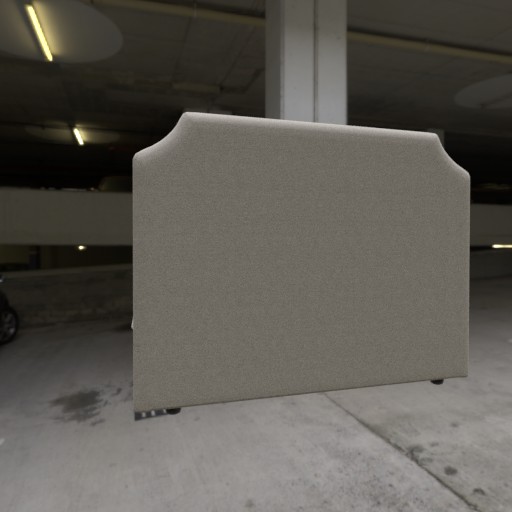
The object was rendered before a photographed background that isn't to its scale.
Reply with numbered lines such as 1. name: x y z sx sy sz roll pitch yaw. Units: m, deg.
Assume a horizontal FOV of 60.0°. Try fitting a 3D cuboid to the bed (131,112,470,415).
1. bed: 0.000 0.000 3.048 1.693 1.290 2.116 -1 2 -17
